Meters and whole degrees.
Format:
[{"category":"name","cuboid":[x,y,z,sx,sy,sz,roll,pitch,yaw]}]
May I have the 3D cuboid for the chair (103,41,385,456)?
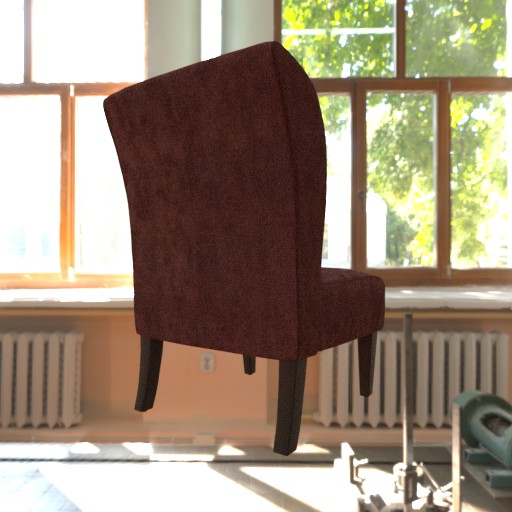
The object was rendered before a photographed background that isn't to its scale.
[{"category":"chair","cuboid":[0.000,0.000,1.242,0.538,0.846,0.640,0,0,36]}]
